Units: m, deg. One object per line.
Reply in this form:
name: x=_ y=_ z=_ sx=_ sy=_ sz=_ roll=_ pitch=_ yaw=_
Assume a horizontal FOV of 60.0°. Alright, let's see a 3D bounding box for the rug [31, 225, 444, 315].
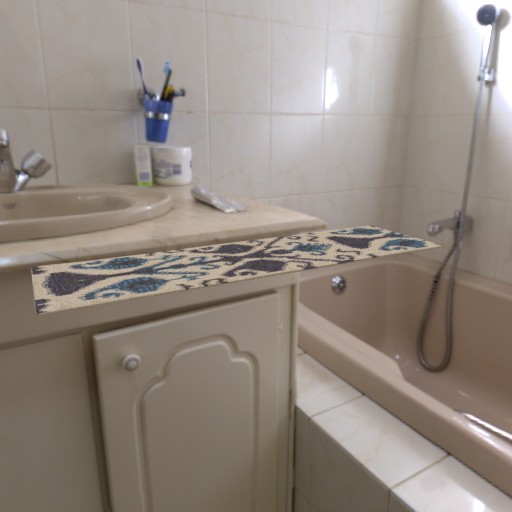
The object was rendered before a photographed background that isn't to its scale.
rug: x=0.000 y=0.000 z=2.535 sx=2.301 sy=0.017 sz=0.692 roll=-8 pitch=18 yaw=-27
